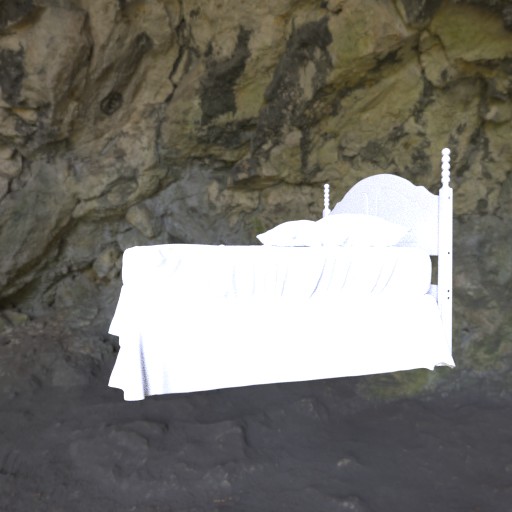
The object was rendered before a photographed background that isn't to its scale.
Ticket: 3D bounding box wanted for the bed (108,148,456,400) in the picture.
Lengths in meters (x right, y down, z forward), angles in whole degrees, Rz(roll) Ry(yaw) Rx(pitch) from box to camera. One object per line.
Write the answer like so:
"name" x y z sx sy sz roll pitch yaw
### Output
"bed" 0.000 0.000 3.215 2.040 1.356 1.873 0 1 -18
